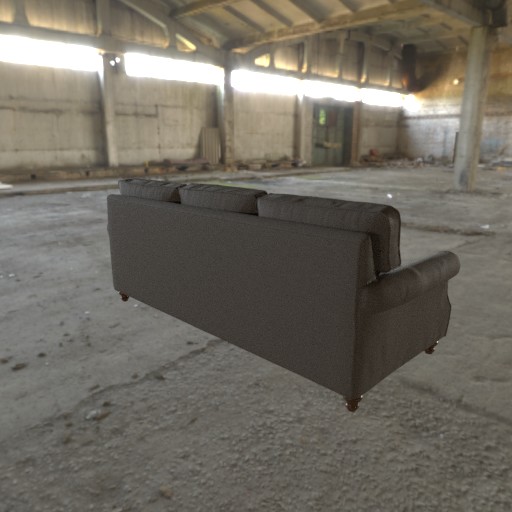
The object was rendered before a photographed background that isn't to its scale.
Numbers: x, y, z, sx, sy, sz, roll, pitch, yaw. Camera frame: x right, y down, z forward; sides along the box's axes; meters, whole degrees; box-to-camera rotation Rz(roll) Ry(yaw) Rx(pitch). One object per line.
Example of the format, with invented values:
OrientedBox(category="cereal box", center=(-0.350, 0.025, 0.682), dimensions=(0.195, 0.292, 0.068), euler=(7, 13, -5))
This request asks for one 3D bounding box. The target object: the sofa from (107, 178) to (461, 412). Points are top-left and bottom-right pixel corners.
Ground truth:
OrientedBox(category="sofa", center=(0.000, 0.000, 2.893), dimensions=(2.353, 0.948, 0.966), euler=(14, 20, 43))
